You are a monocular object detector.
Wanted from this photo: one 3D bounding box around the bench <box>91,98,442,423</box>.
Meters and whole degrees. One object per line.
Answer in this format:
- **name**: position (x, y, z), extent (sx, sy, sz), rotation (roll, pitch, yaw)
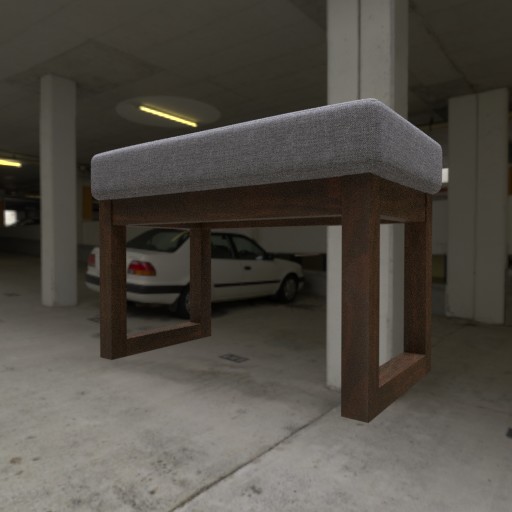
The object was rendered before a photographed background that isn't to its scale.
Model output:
- **bench**: position (0.000, 0.000, 0.955), extent (0.681, 0.467, 0.366), rotation (1, 2, 36)
